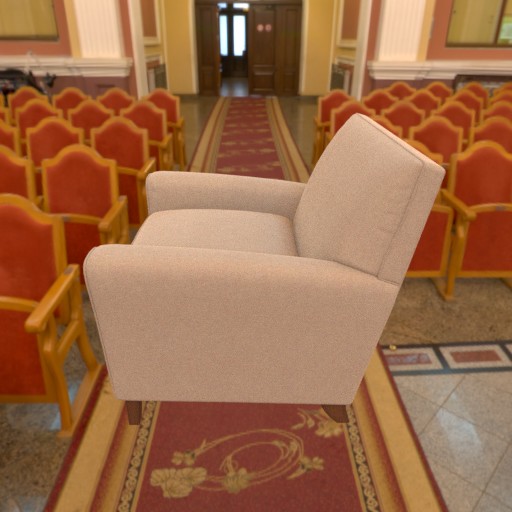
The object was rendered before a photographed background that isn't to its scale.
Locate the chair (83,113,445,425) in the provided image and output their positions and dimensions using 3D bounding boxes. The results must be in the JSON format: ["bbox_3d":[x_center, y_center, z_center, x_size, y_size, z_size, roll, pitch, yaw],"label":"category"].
[{"bbox_3d":[0.000,0.000,1.536,0.871,0.846,0.840,0,26,0],"label":"chair"}]
